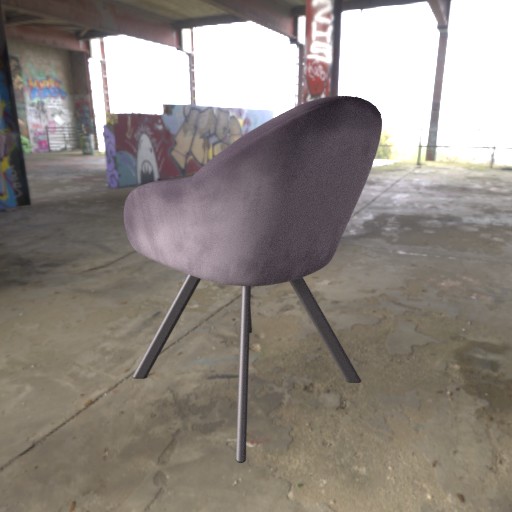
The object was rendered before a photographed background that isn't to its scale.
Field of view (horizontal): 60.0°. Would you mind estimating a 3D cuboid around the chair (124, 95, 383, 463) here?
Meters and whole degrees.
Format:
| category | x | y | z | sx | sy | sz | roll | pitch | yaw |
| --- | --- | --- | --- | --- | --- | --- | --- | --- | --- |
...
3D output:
| category | x | y | z | sx | sy | sz | roll | pitch | yaw |
| --- | --- | --- | --- | --- | --- | --- | --- | --- | --- |
| chair | 0.000 | 0.000 | 1.194 | 0.550 | 0.795 | 0.590 | -16 | 23 | -41 |
